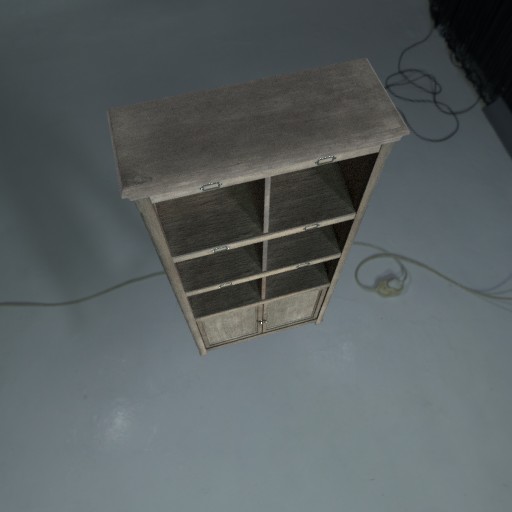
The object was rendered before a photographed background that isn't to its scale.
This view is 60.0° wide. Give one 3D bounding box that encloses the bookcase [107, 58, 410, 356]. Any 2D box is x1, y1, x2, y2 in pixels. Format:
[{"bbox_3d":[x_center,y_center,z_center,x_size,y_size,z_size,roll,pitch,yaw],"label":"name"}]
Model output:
[{"bbox_3d":[0.000,0.000,2.233,0.906,1.880,0.348,-14,64,-7],"label":"bookcase"}]
